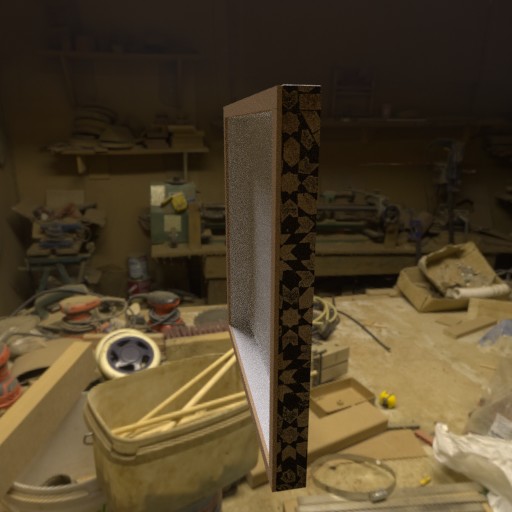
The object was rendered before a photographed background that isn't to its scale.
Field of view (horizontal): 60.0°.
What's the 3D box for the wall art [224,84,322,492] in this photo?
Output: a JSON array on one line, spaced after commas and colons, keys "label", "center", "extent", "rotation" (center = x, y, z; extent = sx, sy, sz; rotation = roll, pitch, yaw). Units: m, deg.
[{"label": "wall art", "center": [0.000, 0.000, 0.608], "extent": [0.038, 0.405, 0.405], "rotation": [-3, 16, -10]}]
